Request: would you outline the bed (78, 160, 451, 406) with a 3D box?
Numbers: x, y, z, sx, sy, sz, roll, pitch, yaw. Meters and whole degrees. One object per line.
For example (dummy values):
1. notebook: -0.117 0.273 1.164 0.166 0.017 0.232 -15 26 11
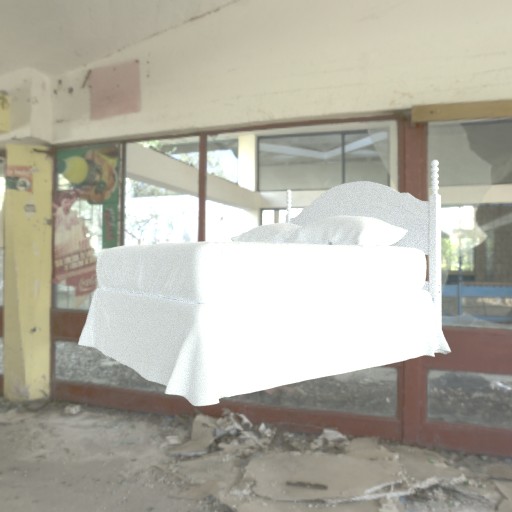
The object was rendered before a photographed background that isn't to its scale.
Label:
1. bed: 0.000 0.000 3.187 2.040 1.356 1.873 0 -1 -36
